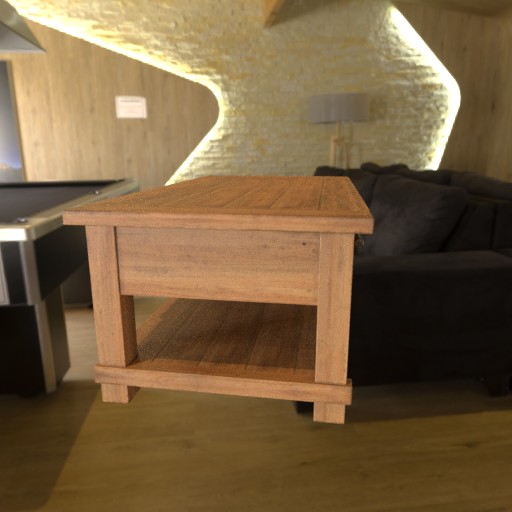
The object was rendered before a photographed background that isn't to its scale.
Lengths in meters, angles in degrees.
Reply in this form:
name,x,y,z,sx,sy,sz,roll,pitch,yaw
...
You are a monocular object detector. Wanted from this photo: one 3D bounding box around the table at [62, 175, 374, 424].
name,x,y,z,sx,sy,sz,roll,pitch,yaw
table,0.000,0.000,1.603,0.693,0.494,1.270,2,14,9
